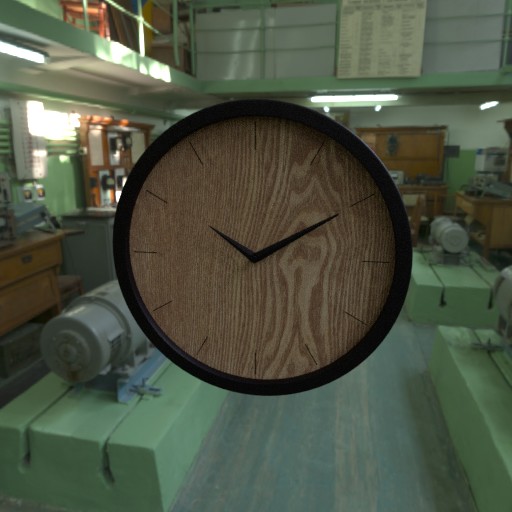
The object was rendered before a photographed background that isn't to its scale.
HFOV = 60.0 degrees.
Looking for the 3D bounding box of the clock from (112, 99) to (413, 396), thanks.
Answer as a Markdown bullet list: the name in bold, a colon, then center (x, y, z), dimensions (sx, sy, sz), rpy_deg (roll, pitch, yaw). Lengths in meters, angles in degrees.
- **clock**: center (0.000, 0.000, 0.470), dimensions (0.314, 0.314, 0.029), rpy_deg (2, 14, 10)
